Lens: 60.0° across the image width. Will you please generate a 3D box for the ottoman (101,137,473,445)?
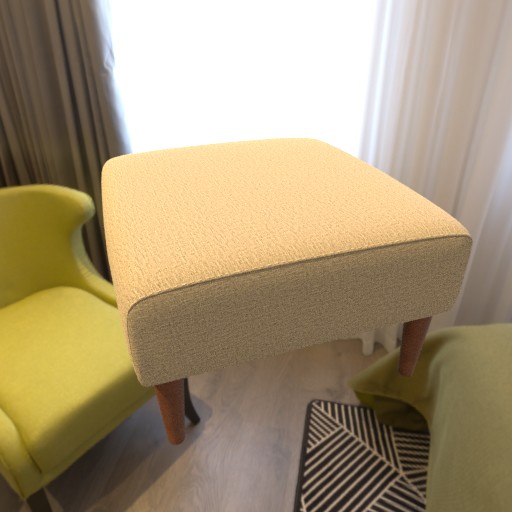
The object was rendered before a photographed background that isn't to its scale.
[{"bbox_3d":[0.000,0.000,1.045,0.649,0.398,0.650,-10,32,-17],"label":"ottoman"}]
